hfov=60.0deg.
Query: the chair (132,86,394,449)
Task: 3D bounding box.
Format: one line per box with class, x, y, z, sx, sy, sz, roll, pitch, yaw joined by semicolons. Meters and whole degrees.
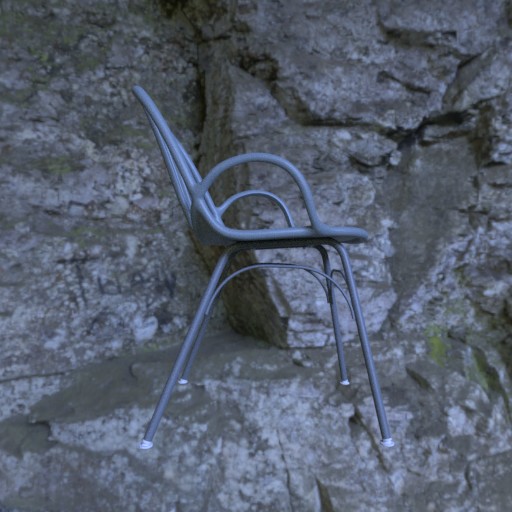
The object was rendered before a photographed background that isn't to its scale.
chair;0.000;0.000;1.191;0.597;0.816;0.549;0;0;0
